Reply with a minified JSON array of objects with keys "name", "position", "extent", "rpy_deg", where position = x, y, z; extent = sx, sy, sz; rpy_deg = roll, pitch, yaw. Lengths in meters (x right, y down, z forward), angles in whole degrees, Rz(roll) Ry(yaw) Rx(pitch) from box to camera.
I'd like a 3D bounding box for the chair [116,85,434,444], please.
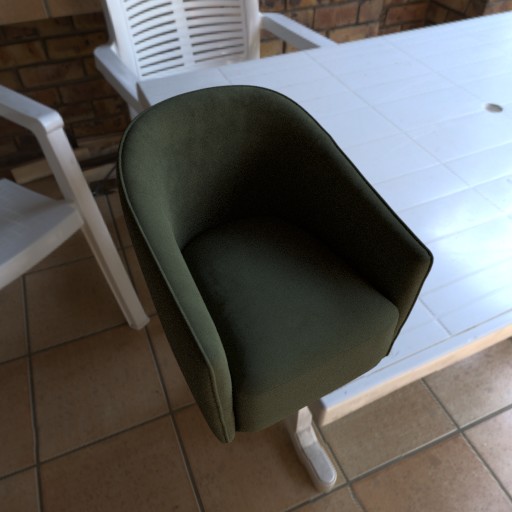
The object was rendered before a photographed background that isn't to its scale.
[{"name":"chair","position":[0.000,0.000,1.482],"extent":[0.747,0.799,0.875],"rpy_deg":[-22,50,-20]}]
